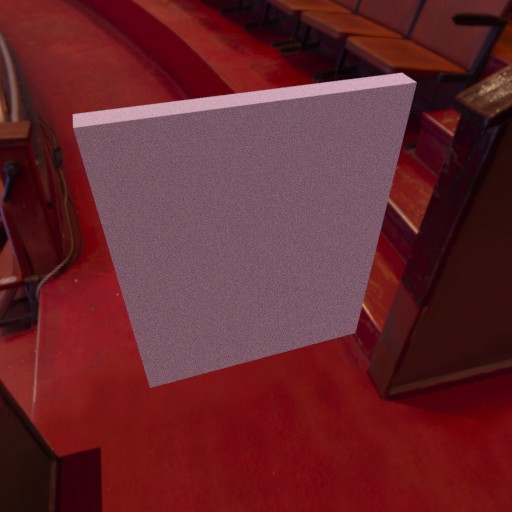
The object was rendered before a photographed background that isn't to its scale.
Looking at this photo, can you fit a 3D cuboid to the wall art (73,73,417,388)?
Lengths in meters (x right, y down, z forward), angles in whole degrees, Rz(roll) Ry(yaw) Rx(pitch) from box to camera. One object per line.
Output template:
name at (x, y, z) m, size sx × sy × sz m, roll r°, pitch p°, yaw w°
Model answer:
wall art at (0.000, 0.000, 0.757) m, size 0.451 × 0.553 × 0.039 m, roll -12°, pitch 44°, yaw -13°
